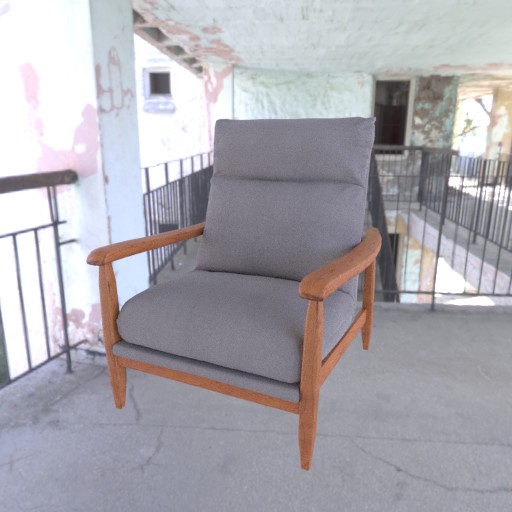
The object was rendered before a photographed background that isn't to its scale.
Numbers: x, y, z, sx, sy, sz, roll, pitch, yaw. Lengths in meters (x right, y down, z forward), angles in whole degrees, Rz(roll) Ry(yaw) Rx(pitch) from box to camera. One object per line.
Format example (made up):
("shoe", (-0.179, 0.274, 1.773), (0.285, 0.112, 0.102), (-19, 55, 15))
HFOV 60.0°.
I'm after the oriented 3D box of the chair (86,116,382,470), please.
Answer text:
("chair", (0.000, 0.000, 1.517), (0.782, 0.922, 0.816), (7, 17, 24))
